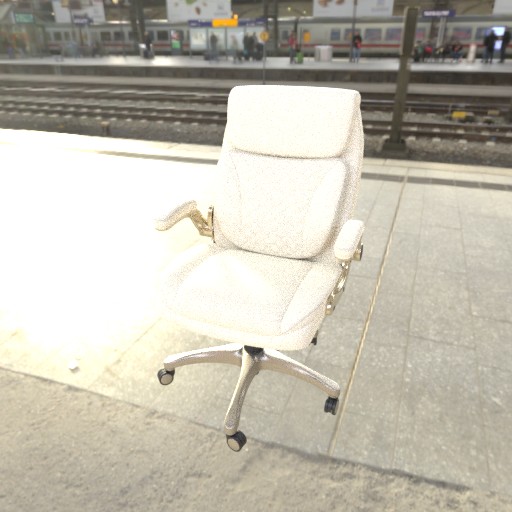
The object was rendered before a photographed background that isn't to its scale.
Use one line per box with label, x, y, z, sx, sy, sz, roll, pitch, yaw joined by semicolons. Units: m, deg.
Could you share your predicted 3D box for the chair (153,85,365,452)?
chair;0.000;0.000;1.621;0.740;1.110;0.794;8;27;16
